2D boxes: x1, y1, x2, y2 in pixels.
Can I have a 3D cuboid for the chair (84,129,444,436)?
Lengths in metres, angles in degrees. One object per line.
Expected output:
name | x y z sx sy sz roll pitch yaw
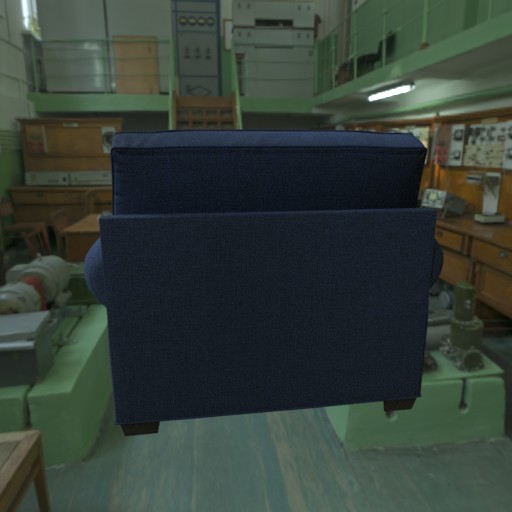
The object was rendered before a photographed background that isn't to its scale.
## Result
chair | 0.000 0.000 1.943 1.285 1.044 0.963 -2 14 -9
